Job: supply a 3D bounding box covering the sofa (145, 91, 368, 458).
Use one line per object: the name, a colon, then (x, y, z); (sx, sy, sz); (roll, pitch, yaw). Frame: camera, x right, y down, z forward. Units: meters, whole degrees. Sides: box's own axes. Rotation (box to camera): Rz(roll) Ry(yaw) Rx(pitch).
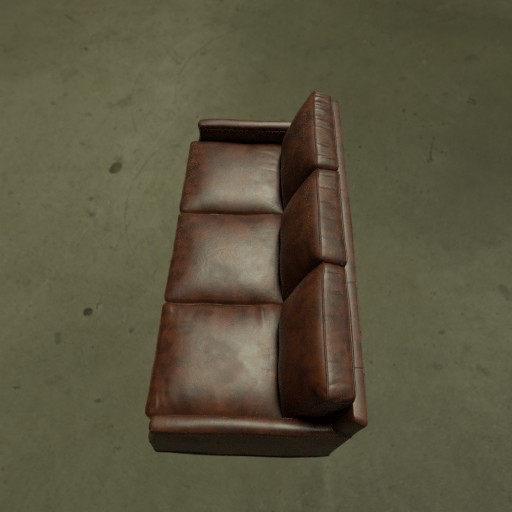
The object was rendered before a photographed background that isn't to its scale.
sofa: (0.000, 0.000, 2.802); (1.084, 1.003, 2.240); (2, 57, 1)
